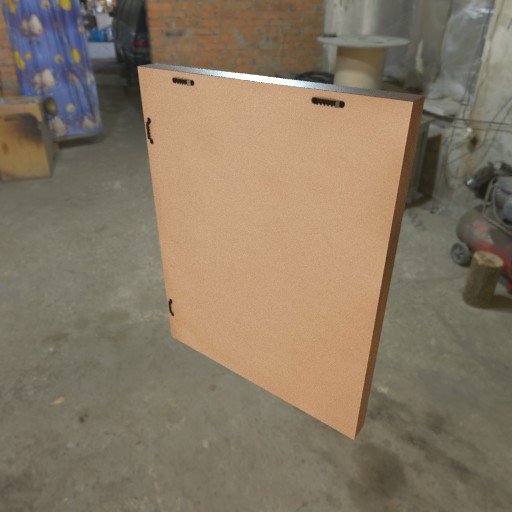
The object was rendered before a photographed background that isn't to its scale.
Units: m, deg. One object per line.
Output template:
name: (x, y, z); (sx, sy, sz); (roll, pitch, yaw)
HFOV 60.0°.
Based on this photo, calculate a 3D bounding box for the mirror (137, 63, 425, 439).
mirror: (0.000, 0.000, 0.676); (0.406, 0.509, 0.041); (21, 37, 31)
